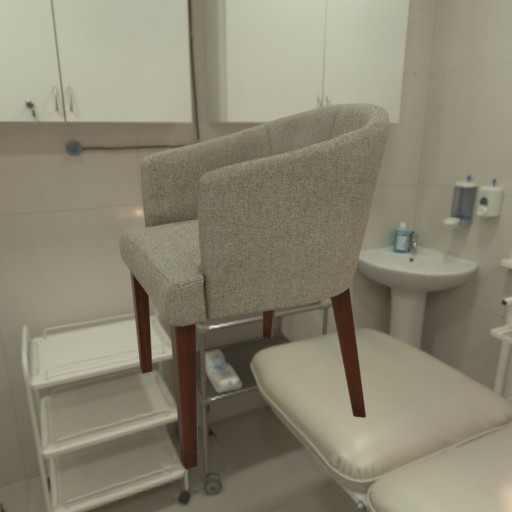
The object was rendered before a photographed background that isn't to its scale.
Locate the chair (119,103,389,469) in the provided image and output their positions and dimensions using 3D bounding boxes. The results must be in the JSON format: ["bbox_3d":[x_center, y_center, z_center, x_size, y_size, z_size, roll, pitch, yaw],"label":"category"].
[{"bbox_3d":[0.000,0.000,1.228,0.655,0.811,0.583,-8,18,-25],"label":"chair"}]
